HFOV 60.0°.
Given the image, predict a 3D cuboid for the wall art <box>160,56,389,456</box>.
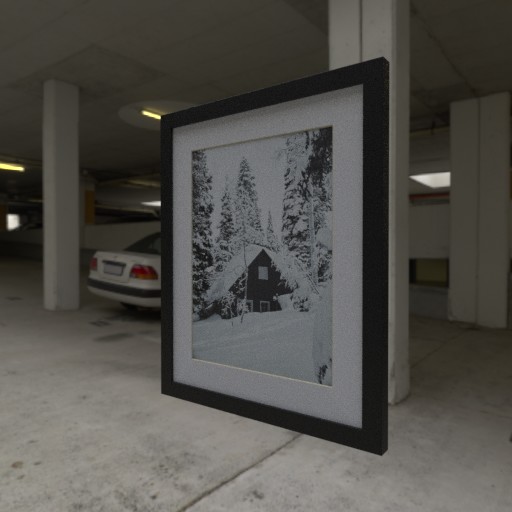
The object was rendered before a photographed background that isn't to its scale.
[{"bbox_3d":[0.000,0.000,0.543,0.325,0.397,0.018,1,1,36],"label":"wall art"}]
